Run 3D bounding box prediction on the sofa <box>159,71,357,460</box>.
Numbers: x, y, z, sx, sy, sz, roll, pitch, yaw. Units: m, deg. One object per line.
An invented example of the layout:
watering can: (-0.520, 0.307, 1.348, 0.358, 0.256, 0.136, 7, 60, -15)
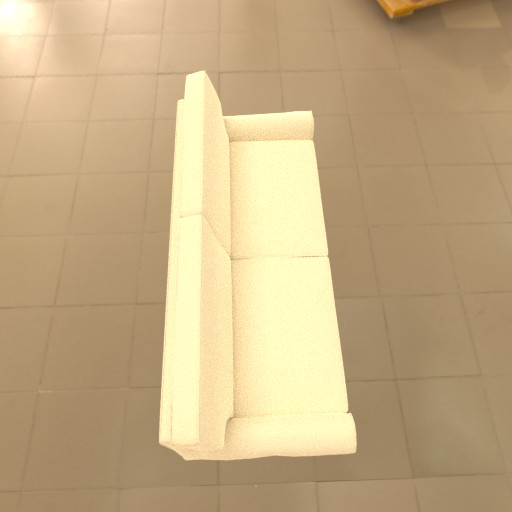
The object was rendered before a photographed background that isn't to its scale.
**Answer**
sofa: (0.000, 0.000, 2.430, 0.862, 0.937, 2.021, -2, 63, -1)
